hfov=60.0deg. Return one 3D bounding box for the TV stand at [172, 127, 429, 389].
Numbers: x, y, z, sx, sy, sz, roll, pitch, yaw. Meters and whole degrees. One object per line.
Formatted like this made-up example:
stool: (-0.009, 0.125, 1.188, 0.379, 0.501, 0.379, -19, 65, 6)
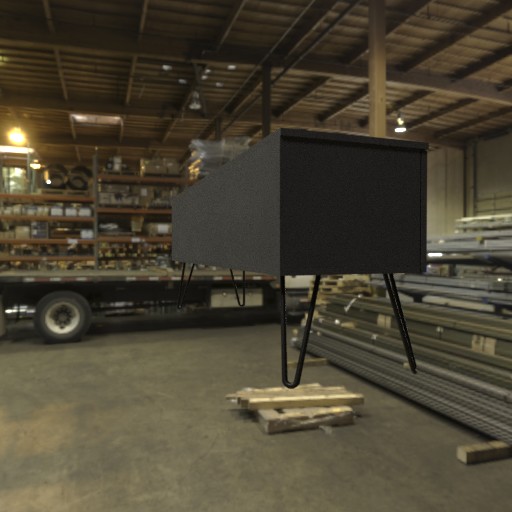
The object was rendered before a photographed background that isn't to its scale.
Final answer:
TV stand: (0.000, 0.000, 1.659, 0.400, 0.560, 1.400, 0, 1, -20)
